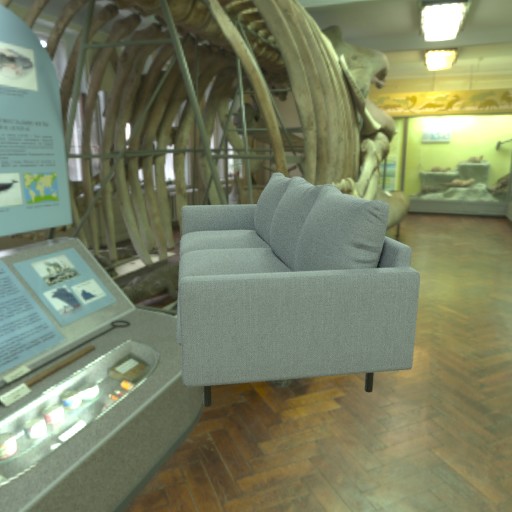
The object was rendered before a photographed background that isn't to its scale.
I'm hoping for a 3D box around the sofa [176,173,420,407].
[{"bbox_3d":[0.000,0.000,2.459,0.850,0.830,2.000,-2,14,-9],"label":"sofa"}]
